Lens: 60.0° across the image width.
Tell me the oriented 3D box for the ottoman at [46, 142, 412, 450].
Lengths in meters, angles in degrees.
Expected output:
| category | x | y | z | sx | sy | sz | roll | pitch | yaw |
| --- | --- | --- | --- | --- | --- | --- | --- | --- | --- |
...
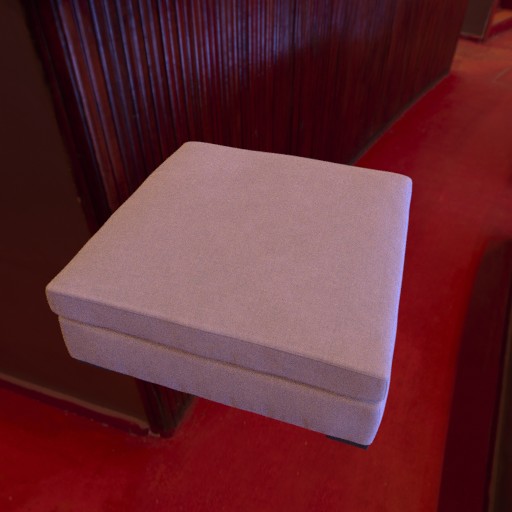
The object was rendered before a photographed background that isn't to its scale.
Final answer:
| category | x | y | z | sx | sy | sz | roll | pitch | yaw |
| --- | --- | --- | --- | --- | --- | --- | --- | --- | --- |
| ottoman | 0.000 | 0.000 | 1.863 | 1.203 | 0.517 | 1.171 | 12 | 42 | 14 |
